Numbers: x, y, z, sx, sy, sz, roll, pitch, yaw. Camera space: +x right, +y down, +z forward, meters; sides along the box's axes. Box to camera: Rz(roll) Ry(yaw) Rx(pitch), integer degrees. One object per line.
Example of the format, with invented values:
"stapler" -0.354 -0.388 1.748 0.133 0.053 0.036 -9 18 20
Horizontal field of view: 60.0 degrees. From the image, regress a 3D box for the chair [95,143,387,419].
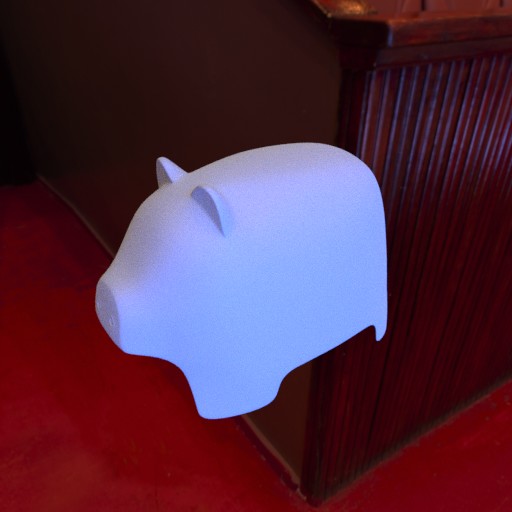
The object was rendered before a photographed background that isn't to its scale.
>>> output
"chair" 0.000 0.000 0.874 0.619 0.423 0.364 -22 39 -30
